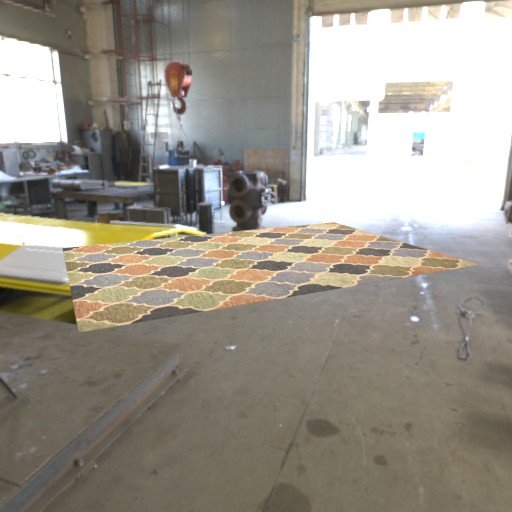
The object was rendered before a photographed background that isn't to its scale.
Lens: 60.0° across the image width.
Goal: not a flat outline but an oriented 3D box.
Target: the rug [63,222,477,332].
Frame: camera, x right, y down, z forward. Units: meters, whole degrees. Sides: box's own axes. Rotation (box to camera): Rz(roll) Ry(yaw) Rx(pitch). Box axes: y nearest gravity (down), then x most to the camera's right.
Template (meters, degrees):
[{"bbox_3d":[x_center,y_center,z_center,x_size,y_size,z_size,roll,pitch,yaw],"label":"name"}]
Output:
[{"bbox_3d":[0.000,0.000,2.330,1.828,0.006,1.216,-7,17,-24],"label":"rug"}]
